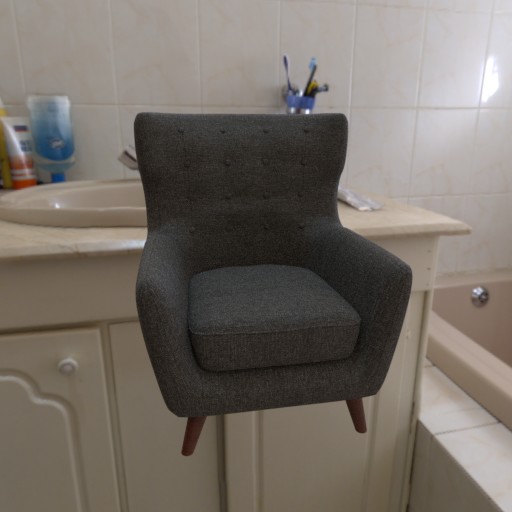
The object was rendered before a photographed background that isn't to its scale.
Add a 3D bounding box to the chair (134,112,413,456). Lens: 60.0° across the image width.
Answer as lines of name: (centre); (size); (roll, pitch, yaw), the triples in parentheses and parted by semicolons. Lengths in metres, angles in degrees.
chair: (0.000, 0.000, 1.705); (0.878, 1.063, 0.904); (-3, 17, -10)
